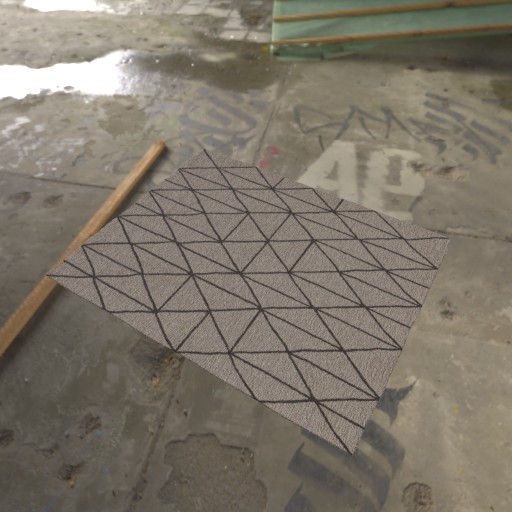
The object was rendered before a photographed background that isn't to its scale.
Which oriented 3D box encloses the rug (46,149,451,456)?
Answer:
[{"bbox_3d":[0.000,0.000,4.222,3.061,0.022,2.468,24,51,21],"label":"rug"}]
